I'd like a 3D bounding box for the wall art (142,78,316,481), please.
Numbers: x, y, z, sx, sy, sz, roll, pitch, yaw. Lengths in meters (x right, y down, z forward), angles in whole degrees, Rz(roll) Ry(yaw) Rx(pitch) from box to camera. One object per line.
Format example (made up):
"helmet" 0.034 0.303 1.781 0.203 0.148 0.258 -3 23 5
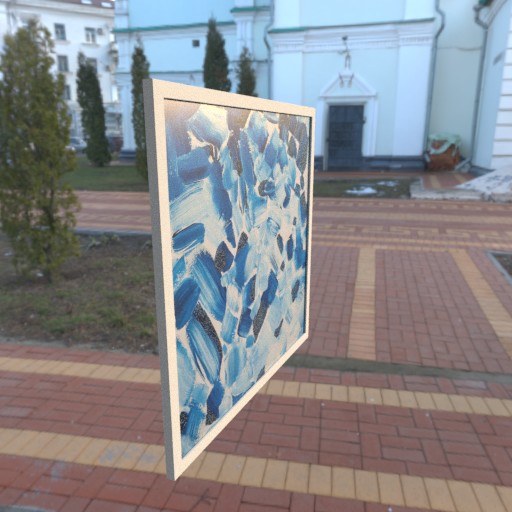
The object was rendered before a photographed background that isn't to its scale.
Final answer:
"wall art" 0.000 0.000 0.679 0.012 0.457 0.457 7 16 26
